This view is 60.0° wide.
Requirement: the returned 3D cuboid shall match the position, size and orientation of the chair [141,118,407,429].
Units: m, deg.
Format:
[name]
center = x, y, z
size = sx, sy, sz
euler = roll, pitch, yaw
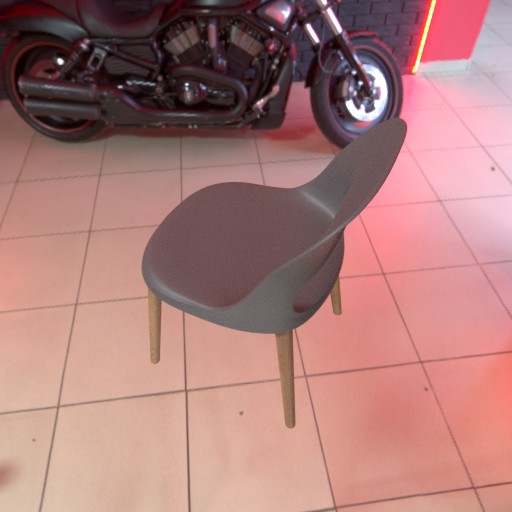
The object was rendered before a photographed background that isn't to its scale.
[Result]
[chair]
center = 0.000, 0.000, 1.148
size = 0.556, 0.795, 0.470
euler = 19, 50, 17
